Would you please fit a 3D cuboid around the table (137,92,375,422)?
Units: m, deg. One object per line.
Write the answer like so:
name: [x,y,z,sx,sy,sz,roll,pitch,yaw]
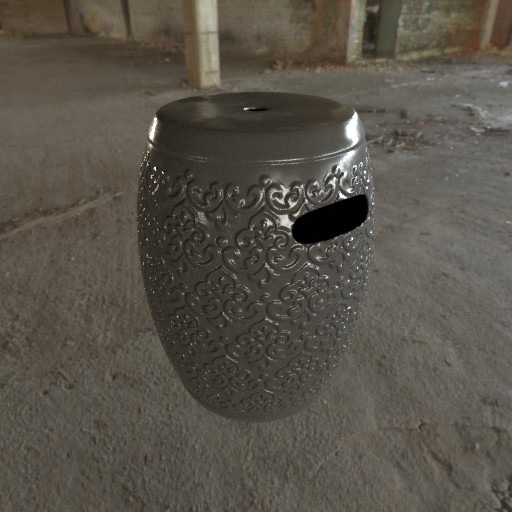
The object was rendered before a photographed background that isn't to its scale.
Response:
table: [0.000,0.000,0.612,0.309,0.397,0.309,0,30,0]
